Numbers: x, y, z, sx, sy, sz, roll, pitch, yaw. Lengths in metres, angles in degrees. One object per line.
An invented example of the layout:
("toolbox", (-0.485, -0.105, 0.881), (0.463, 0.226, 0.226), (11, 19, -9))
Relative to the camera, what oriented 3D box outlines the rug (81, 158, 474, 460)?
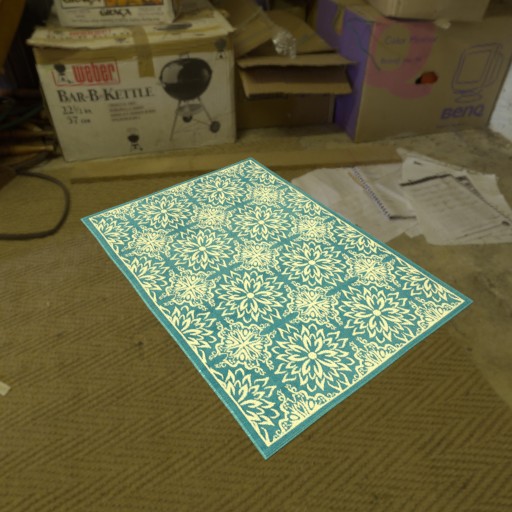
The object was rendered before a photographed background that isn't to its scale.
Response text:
("rug", (0.000, 0.000, 2.924), (1.554, 0.012, 2.205), (-26, 47, -27))
